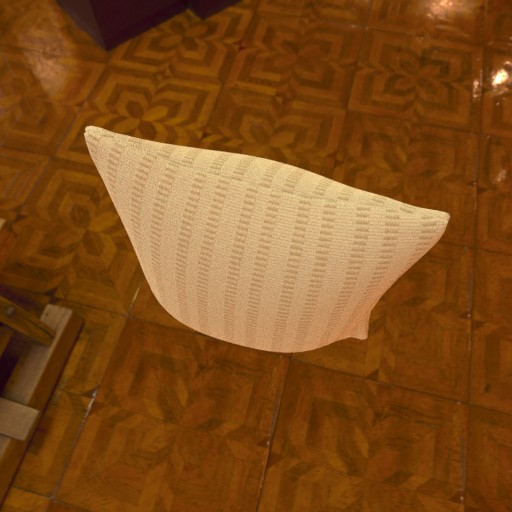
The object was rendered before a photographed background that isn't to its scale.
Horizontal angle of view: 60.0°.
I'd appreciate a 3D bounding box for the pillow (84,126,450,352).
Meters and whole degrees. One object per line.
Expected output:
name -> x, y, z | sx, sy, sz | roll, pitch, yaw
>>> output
pillow -> 0.000, 0.000, 0.682 | 0.438, 0.419, 0.247 | 15, 64, 8
